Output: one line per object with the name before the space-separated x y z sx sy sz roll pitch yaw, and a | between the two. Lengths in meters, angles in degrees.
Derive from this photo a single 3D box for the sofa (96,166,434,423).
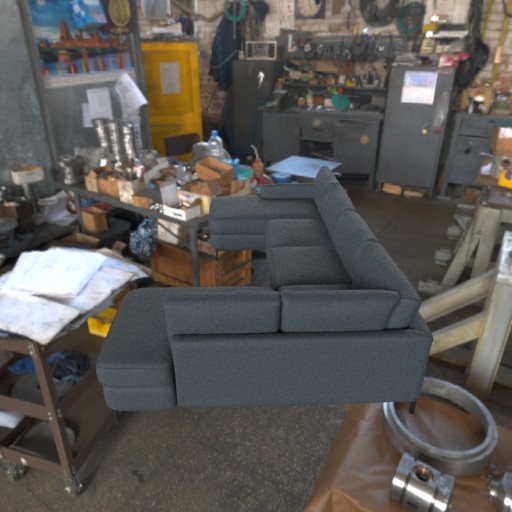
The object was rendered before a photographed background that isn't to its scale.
sofa | 0.000 0.000 3.889 1.984 0.858 2.975 -1 27 -2
